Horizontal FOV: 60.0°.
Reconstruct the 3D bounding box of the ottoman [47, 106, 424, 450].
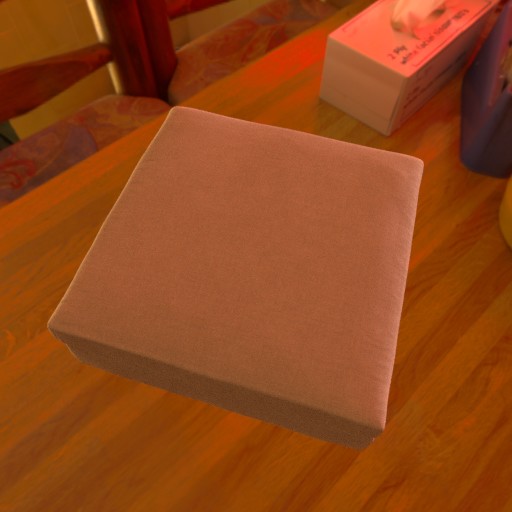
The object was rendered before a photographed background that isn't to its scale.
[{"bbox_3d":[0.000,0.000,1.812,1.203,0.517,1.171,15,60,9],"label":"ottoman"}]
